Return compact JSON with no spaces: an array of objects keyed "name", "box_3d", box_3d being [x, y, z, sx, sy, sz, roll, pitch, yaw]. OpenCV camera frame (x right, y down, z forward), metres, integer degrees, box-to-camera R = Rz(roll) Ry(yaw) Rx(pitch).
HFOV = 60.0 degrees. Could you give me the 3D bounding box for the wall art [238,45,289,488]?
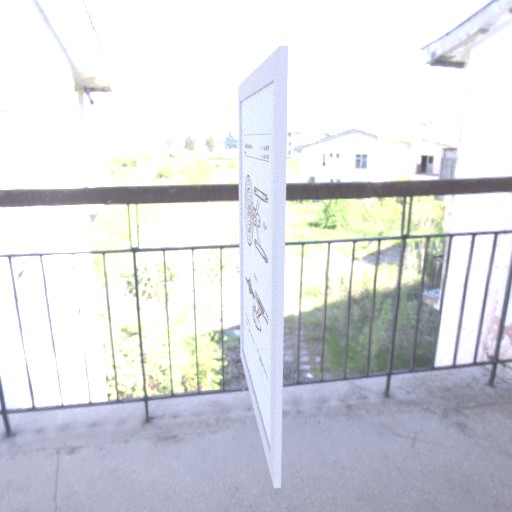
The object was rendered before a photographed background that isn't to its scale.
[{"name":"wall art","box_3d":[0.000,0.000,0.849,0.011,0.659,0.454,-2,15,-9]}]
